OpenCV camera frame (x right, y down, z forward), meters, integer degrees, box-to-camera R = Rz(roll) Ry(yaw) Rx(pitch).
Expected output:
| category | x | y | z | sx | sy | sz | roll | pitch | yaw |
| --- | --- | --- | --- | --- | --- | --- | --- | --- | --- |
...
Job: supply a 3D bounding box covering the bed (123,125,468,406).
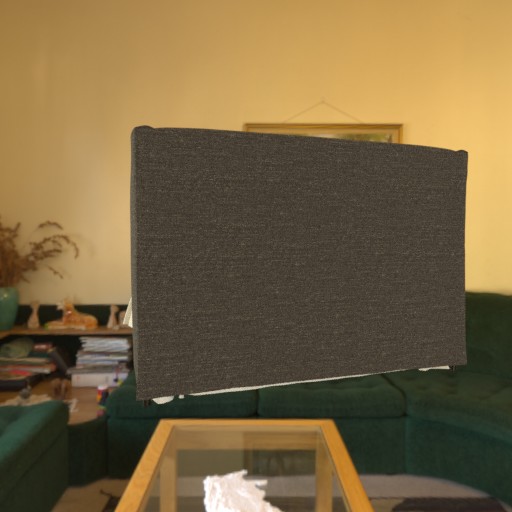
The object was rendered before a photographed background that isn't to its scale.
| category | x | y | z | sx | sy | sz | roll | pitch | yaw |
| --- | --- | --- | --- | --- | --- | --- | --- | --- | --- |
| bed | 0.000 | 0.000 | 3.393 | 1.925 | 1.332 | 2.276 | -1 | 2 | -18 |
